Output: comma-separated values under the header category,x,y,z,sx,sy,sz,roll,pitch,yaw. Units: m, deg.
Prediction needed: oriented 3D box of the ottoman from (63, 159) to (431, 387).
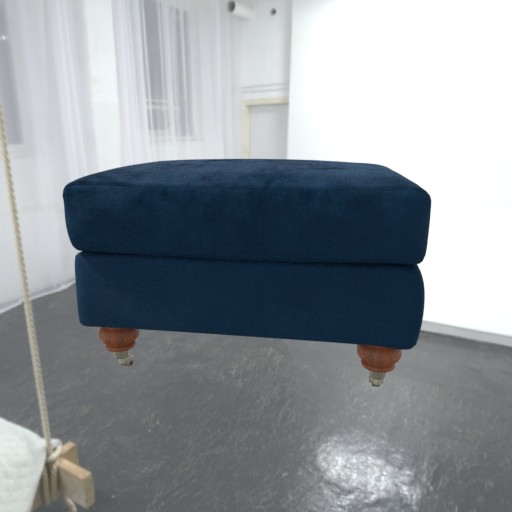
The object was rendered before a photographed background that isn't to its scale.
category,x,y,z,sx,sy,sz,roll,pitch,yaw
ottoman,0.000,0.000,1.183,0.773,0.503,0.572,2,15,9
